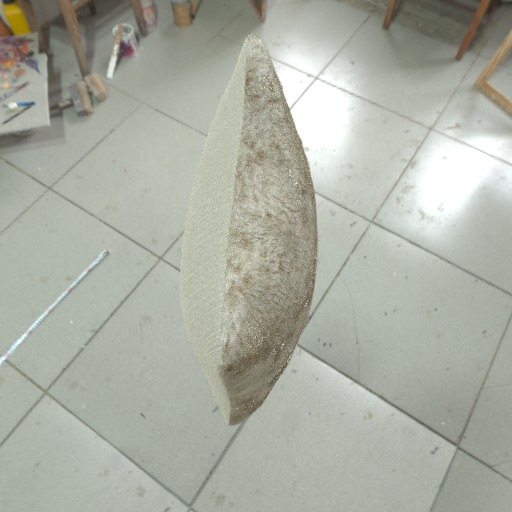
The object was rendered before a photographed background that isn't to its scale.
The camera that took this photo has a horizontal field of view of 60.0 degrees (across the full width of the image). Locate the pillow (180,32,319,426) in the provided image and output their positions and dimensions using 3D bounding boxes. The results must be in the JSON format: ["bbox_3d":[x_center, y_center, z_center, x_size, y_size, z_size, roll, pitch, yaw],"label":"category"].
[{"bbox_3d":[0.000,0.000,0.800,0.216,0.525,0.538,4,62,2],"label":"pillow"}]
